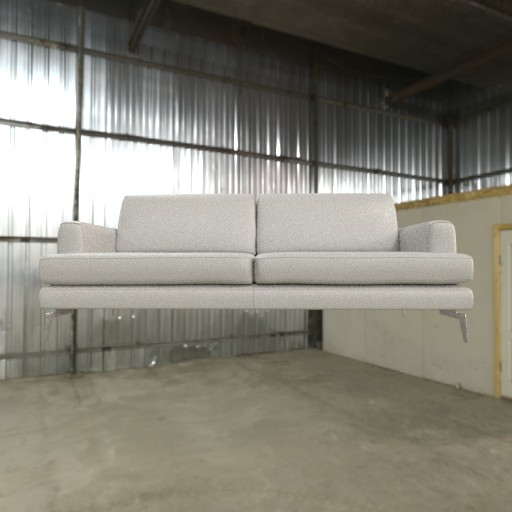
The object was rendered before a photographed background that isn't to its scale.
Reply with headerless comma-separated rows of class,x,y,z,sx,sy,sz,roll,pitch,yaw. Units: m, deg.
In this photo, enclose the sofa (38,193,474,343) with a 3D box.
sofa,0.000,0.000,2.428,1.940,0.765,0.974,0,0,1
